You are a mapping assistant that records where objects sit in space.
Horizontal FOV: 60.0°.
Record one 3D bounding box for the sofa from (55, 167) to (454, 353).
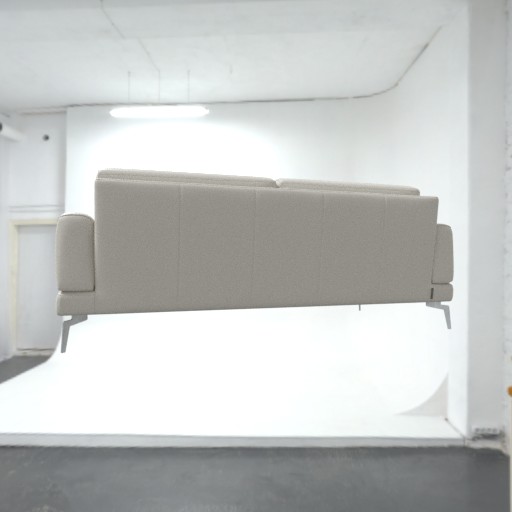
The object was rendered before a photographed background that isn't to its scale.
[{"bbox_3d":[0.000,0.000,2.419,1.940,0.765,0.974,0,0,-18],"label":"sofa"}]
